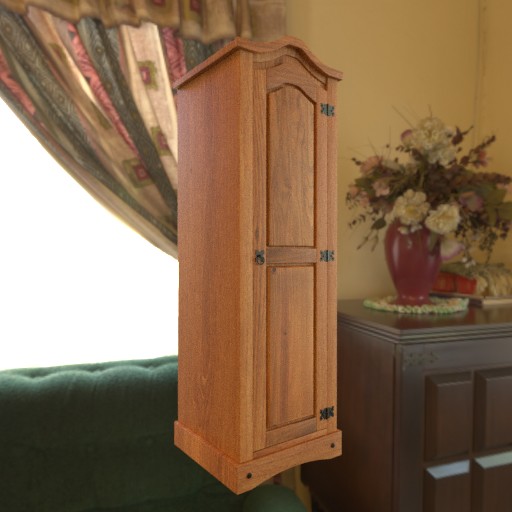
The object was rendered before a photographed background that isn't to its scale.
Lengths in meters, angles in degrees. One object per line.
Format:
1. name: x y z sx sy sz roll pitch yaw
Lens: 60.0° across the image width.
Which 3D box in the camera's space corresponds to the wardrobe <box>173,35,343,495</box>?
1. wardrobe: 0.000 0.000 2.130 0.590 1.870 0.570 -1 1 -36
